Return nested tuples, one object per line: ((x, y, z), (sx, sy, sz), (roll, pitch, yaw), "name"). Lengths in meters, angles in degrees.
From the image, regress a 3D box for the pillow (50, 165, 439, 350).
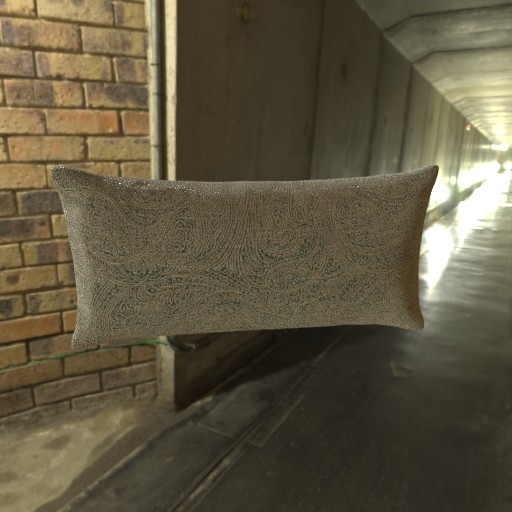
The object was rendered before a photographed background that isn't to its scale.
((0.000, 0.000, 0.732), (0.615, 0.295, 0.151), (-2, 14, -8), "pillow")
